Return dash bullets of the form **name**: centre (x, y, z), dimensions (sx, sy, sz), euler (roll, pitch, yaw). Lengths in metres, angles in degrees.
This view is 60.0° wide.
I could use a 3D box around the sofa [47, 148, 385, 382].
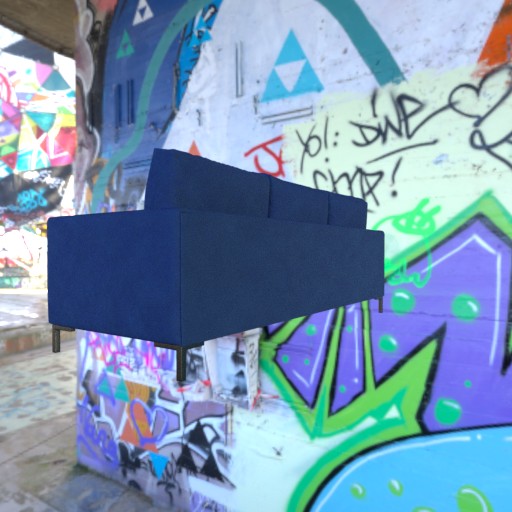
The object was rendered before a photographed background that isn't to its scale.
- **sofa**: centre (0.000, 0.000, 2.720), dimensions (0.875, 0.879, 2.252), euler (0, 1, 35)
